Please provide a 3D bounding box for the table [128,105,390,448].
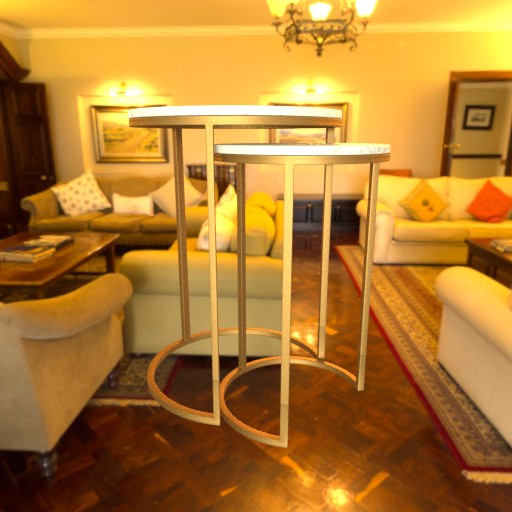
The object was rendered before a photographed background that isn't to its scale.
[{"bbox_3d":[0.000,0.000,0.885,0.507,0.550,0.400,14,21,42],"label":"table"}]
